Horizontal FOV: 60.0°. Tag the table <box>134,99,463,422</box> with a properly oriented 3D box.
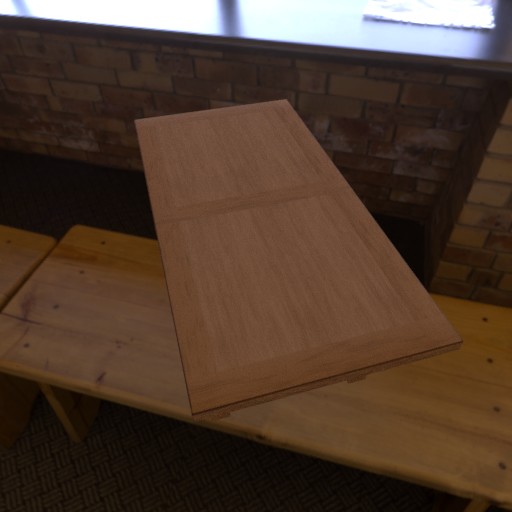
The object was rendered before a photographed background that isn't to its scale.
[{"bbox_3d":[0.000,0.000,2.449,1.000,0.762,1.982,-12,46,-11],"label":"table"}]
